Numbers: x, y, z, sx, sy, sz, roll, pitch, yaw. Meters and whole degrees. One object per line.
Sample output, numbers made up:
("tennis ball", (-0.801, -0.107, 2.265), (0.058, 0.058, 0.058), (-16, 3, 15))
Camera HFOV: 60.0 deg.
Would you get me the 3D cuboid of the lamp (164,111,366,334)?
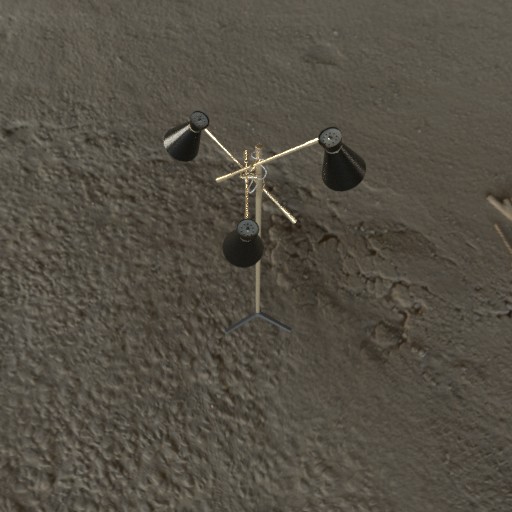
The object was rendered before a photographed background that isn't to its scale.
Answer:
("lamp", (0.000, 0.000, 2.178), (0.750, 1.804, 0.653), (-1, 59, -1))
